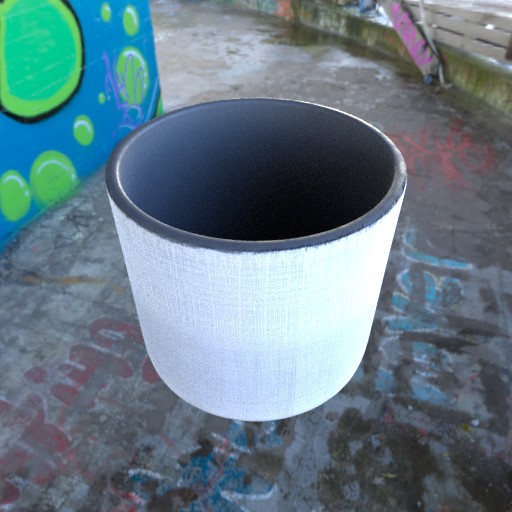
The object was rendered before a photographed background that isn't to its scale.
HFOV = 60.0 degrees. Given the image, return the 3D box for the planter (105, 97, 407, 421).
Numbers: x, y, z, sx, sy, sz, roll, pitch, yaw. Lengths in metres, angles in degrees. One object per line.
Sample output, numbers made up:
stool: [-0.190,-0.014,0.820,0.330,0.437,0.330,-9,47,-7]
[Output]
planter: [0.000,0.000,0.392,0.221,0.201,0.221,0,42,0]
